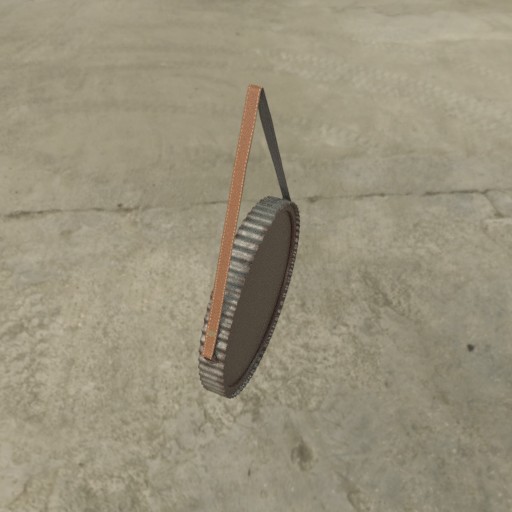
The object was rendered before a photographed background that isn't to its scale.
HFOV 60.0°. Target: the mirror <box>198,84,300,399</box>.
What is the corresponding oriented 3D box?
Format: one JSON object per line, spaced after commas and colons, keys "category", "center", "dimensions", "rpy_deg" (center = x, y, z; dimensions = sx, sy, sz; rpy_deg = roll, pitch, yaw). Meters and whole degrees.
{"category": "mirror", "center": [0.000, 0.000, 0.709], "dimensions": [0.042, 0.568, 0.355], "rpy_deg": [17, 50, 15]}
